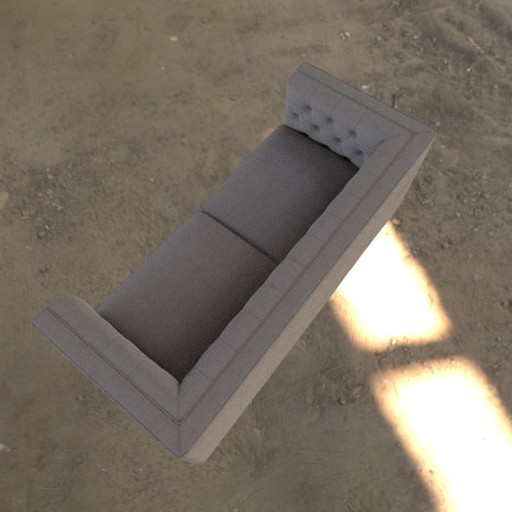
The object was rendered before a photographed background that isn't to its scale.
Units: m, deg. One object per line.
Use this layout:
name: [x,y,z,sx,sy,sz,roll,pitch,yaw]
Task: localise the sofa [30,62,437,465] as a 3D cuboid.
sofa: [0.000,0.000,2.192,0.775,0.762,1.778,35,69,16]
